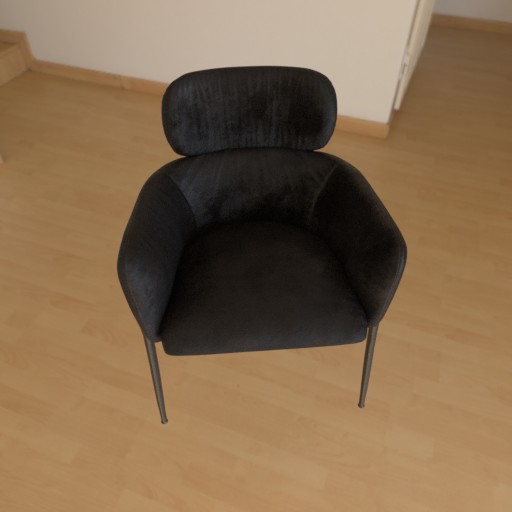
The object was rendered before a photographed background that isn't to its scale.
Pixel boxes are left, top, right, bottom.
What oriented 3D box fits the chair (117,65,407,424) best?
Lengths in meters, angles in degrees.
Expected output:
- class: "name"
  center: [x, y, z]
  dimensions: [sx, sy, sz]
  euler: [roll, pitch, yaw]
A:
- class: "chair"
  center: [0.000, 0.000, 1.241]
  dimensions: [0.640, 0.818, 0.604]
  euler: [-3, 47, -3]
